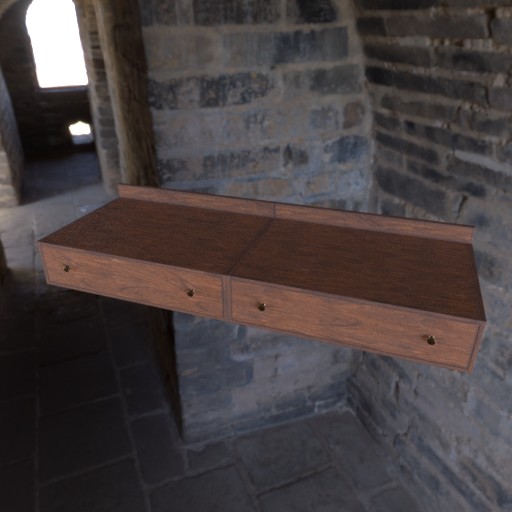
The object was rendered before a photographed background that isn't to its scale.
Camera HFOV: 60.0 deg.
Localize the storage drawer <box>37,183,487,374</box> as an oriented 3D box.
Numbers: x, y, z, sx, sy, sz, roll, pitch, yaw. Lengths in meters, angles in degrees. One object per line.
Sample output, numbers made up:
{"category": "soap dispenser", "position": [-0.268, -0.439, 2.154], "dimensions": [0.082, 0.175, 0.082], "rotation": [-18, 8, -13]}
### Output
{"category": "storage drawer", "position": [0.000, 0.000, 2.131], "dimensions": [1.914, 0.339, 0.774], "rotation": [9, 29, 17]}
